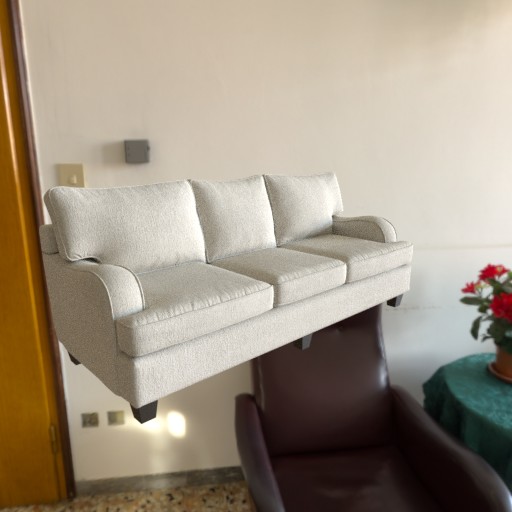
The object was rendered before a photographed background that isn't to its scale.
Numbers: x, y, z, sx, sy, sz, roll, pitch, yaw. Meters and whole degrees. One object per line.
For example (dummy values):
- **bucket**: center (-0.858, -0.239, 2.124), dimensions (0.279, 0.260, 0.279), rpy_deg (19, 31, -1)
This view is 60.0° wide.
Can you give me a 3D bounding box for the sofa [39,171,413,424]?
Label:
- **sofa**: center (0.000, 0.000, 2.861), dimensions (2.323, 0.991, 1.016), rpy_deg (-13, 19, -41)
